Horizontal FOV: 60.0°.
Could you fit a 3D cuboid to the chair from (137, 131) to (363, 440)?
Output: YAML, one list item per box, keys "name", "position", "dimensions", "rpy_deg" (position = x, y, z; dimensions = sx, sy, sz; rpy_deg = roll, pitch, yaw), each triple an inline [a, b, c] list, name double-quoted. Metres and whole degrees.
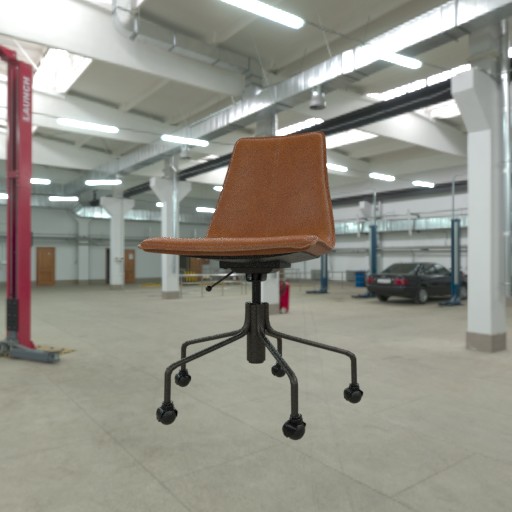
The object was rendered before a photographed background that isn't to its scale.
- name: "chair"
  position: [0.000, 0.000, 1.407]
  dimensions: [0.651, 0.920, 0.660]
  rpy_deg: [0, 0, 18]
